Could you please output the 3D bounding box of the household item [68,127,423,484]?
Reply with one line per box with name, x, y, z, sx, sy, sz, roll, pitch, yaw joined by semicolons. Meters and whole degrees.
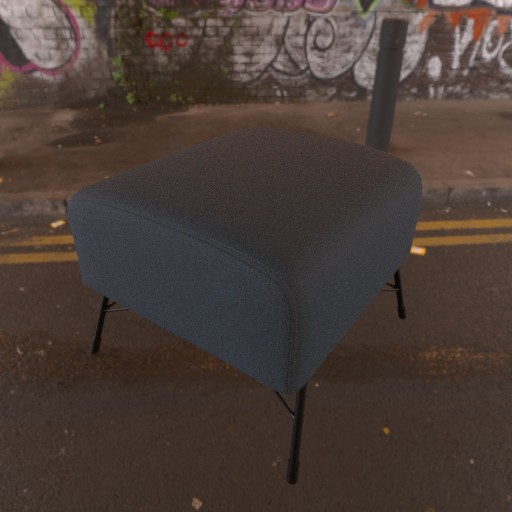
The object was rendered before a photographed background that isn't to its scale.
household item;0.000;0.000;0.920;0.530;0.420;0.530;21;37;30
